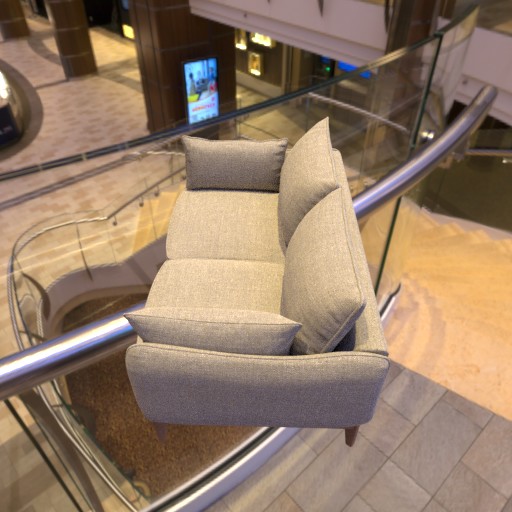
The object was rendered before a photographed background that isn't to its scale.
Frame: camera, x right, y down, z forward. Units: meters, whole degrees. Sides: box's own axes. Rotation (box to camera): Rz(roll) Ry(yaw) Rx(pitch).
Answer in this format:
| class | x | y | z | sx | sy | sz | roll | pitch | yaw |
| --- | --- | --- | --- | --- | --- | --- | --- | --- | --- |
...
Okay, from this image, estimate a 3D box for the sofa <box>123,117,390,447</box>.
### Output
| class | x | y | z | sx | sy | sz | roll | pitch | yaw |
| --- | --- | --- | --- | --- | --- | --- | --- | --- | --- |
| sofa | 0.000 | 0.000 | 2.188 | 0.972 | 0.851 | 1.580 | 1 | 41 | 1 |
